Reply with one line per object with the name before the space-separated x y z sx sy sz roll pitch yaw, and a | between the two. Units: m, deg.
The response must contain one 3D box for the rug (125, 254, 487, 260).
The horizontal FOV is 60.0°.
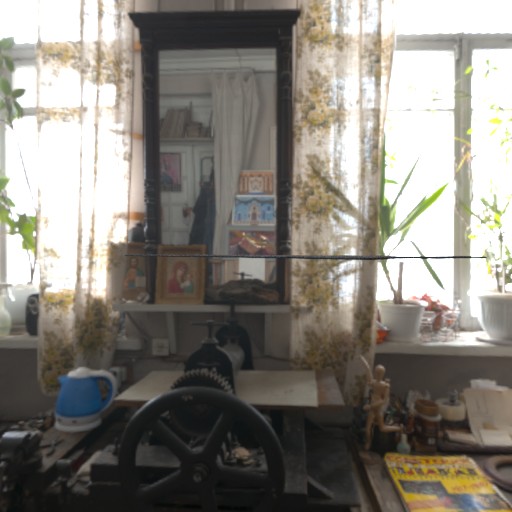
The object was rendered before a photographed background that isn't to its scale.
rug | 0.000 0.000 2.753 0.801 0.010 2.459 0 1 -36
